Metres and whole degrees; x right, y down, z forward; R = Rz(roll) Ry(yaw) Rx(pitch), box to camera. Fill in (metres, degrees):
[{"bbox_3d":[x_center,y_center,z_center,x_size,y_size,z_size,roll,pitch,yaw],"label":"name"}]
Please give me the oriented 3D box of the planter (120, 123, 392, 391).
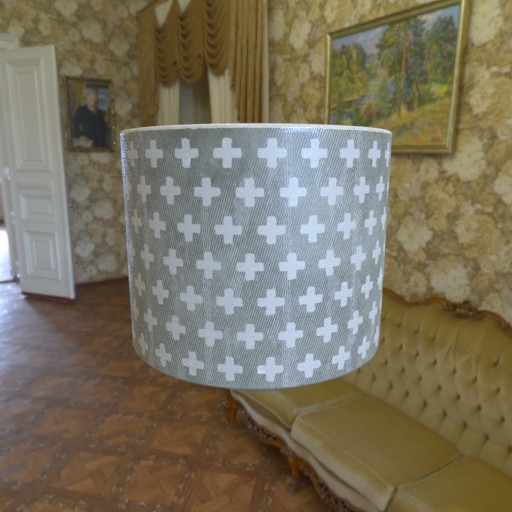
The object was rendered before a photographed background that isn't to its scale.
[{"bbox_3d":[0.000,0.000,0.342,0.190,0.181,0.190,0,12,0],"label":"planter"}]
